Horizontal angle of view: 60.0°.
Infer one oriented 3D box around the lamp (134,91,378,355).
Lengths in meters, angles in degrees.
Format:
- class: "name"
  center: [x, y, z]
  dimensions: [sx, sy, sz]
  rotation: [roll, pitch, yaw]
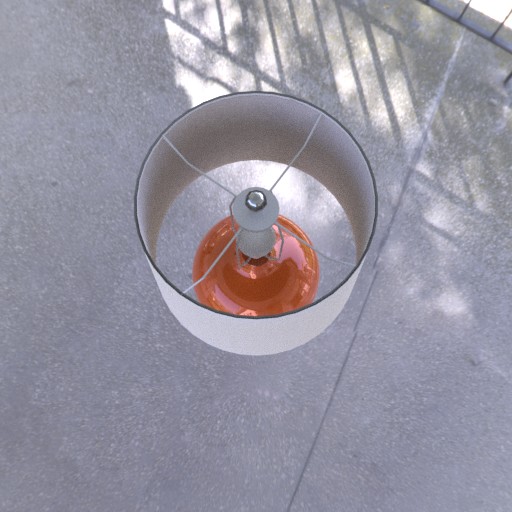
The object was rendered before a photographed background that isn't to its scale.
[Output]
- class: "lamp"
  center: [0.000, 0.000, 0.559]
  dimensions: [0.247, 0.387, 0.247]
  rotation: [0, 75, 0]
